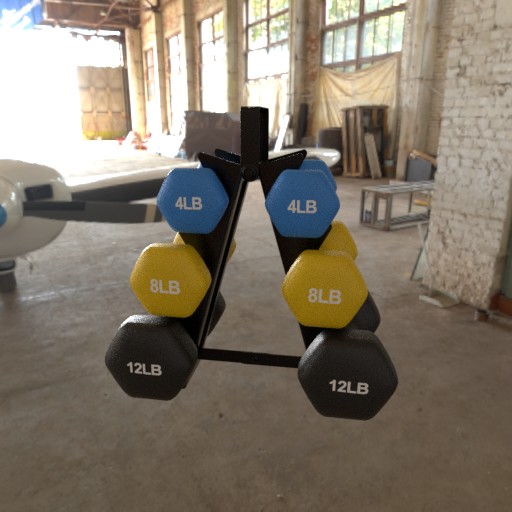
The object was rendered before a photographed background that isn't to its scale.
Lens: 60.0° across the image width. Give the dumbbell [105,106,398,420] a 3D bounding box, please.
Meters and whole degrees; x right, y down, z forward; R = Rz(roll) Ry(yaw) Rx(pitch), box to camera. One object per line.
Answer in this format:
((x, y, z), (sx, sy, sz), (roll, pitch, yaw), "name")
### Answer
((0.000, 0.000, 0.669), (0.409, 0.426, 0.255), (3, 17, 9), "dumbbell")
